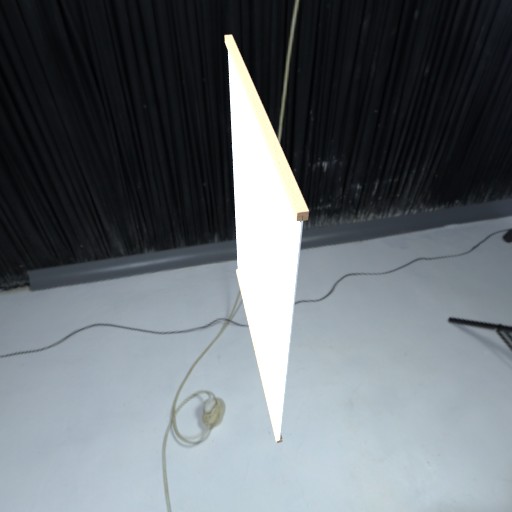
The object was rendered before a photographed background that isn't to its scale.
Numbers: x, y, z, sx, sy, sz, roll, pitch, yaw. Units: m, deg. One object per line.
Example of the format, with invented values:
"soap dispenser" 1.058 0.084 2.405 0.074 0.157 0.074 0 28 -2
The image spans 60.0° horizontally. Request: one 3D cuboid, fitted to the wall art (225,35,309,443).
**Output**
"wall art" 0.000 0.000 0.814 0.012 0.608 0.459 -9 48 -8
